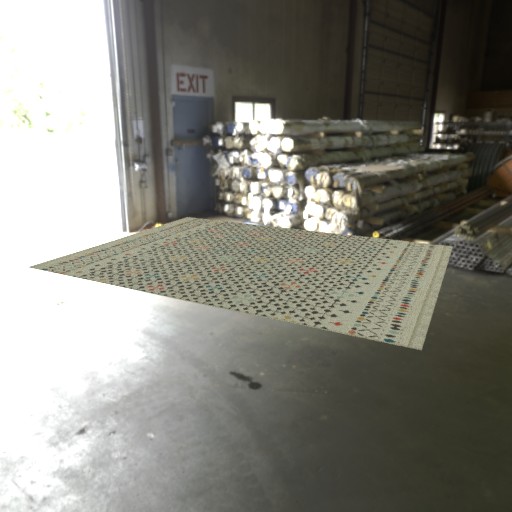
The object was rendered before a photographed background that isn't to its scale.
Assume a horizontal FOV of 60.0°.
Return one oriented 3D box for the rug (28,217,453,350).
[{"bbox_3d":[0.000,0.000,4.093,3.196,0.007,2.354,8,19,26],"label":"rug"}]
